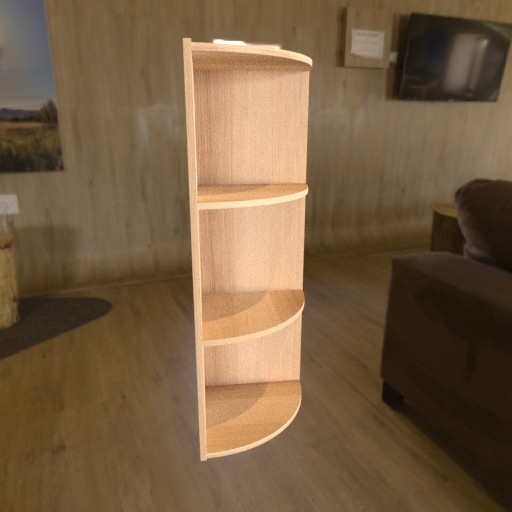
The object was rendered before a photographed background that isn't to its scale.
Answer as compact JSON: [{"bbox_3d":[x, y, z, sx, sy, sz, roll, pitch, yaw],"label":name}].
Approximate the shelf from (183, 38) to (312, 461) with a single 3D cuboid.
[{"bbox_3d":[0.000,0.000,1.036,0.290,0.872,0.290,-2,16,-7],"label":"shelf"}]
